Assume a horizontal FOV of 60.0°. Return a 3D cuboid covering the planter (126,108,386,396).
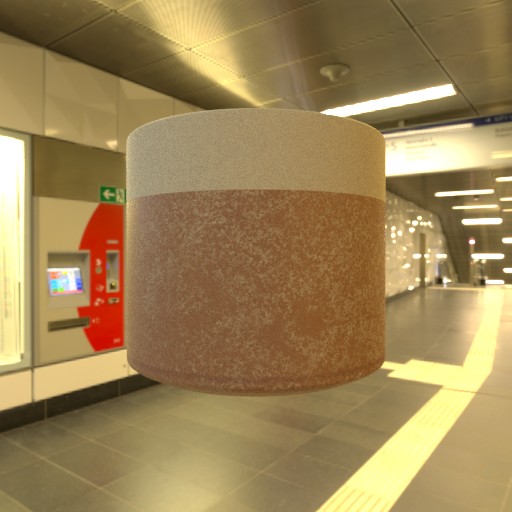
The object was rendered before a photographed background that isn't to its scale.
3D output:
[{"bbox_3d":[0.000,0.000,0.283,0.159,0.138,0.159,0,0,0],"label":"planter"}]
